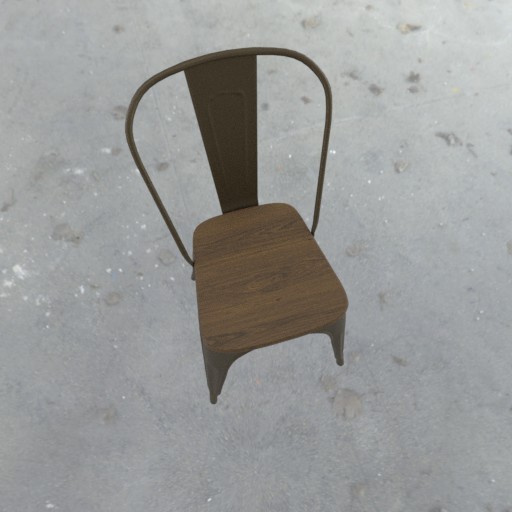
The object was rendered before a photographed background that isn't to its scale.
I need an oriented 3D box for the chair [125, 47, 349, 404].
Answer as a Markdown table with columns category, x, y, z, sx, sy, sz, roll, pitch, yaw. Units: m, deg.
| category | x | y | z | sx | sy | sz | roll | pitch | yaw |
| --- | --- | --- | --- | --- | --- | --- | --- | --- | --- |
| chair | 0.000 | 0.000 | 1.158 | 0.451 | 0.844 | 0.532 | -15 | 65 | -7 |
